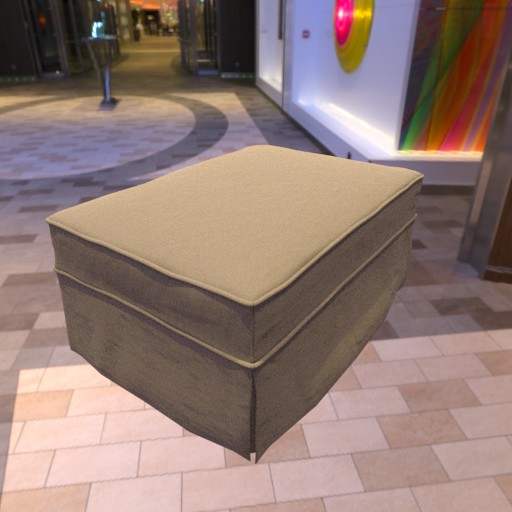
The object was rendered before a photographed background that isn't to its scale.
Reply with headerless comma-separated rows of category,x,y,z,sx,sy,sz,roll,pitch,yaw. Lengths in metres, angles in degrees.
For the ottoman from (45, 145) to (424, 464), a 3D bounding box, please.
ottoman,0.000,0.000,1.314,0.703,0.479,0.944,19,33,31
